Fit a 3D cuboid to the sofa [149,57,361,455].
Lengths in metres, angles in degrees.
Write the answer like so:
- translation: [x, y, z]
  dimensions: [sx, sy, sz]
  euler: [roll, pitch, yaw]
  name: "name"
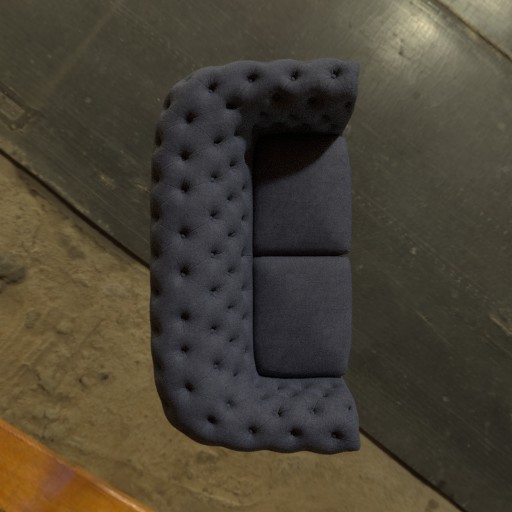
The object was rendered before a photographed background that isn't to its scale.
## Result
- translation: [0.000, 0.000, 2.515]
  dimensions: [1.082, 0.833, 1.988]
  euler: [0, 89, -1]
  name: "sofa"
